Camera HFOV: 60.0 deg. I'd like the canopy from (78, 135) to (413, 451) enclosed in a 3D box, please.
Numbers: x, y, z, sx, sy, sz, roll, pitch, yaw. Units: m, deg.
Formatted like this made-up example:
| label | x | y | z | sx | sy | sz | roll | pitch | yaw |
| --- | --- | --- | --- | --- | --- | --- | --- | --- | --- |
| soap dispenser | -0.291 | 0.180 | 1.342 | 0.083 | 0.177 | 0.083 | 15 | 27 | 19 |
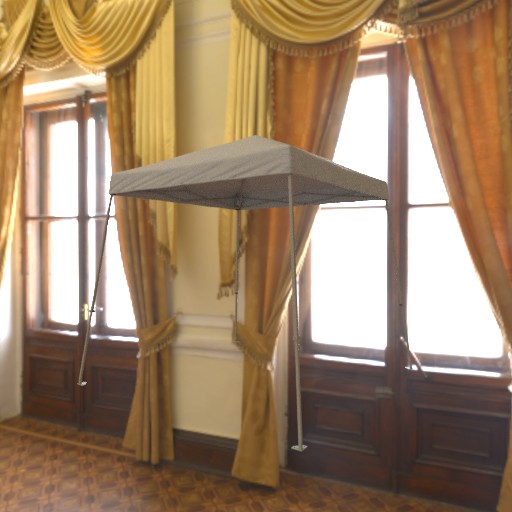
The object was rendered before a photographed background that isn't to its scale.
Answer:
| label | x | y | z | sx | sy | sz | roll | pitch | yaw |
| --- | --- | --- | --- | --- | --- | --- | --- | --- | --- |
| canopy | 0.000 | 0.000 | 6.635 | 3.600 | 3.600 | 3.599 | 1 | 1 | 35 |
